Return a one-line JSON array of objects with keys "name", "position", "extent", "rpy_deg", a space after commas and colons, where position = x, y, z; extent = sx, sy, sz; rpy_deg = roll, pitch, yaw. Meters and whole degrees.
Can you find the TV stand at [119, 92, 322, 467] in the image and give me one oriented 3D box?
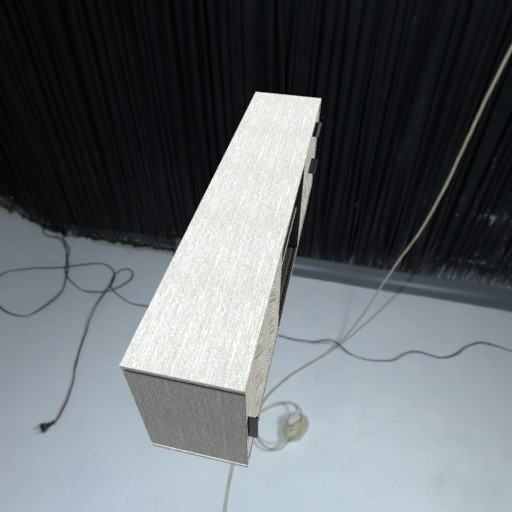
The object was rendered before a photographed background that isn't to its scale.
[{"name": "TV stand", "position": [0.000, 0.000, 2.145], "extent": [0.405, 0.787, 1.804], "rpy_deg": [9, 46, 9]}]
